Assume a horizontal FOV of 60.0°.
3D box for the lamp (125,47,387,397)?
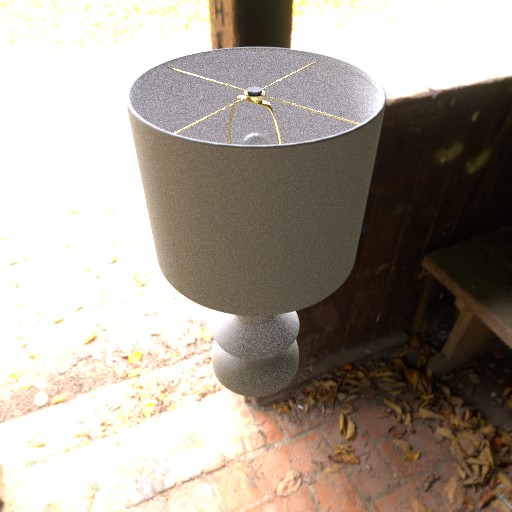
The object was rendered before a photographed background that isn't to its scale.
[{"bbox_3d":[0.000,0.000,0.698,0.301,0.533,0.301,27,48,27],"label":"lamp"}]
